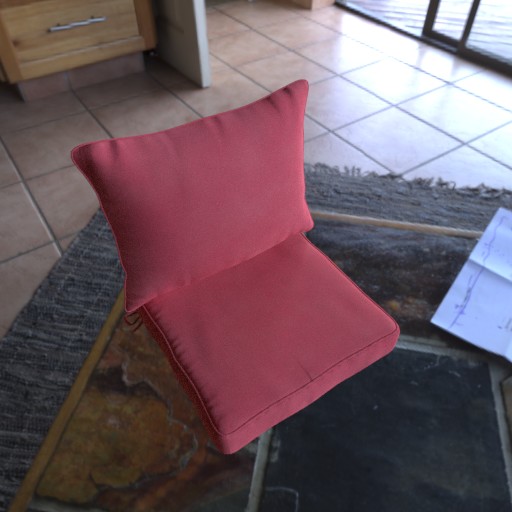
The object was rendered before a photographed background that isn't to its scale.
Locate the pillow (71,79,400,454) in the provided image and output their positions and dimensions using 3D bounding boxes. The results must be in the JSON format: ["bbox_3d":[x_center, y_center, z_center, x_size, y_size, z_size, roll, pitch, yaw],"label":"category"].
[{"bbox_3d":[0.000,0.000,1.360,0.798,0.725,0.733,-25,50,-22],"label":"pillow"}]
